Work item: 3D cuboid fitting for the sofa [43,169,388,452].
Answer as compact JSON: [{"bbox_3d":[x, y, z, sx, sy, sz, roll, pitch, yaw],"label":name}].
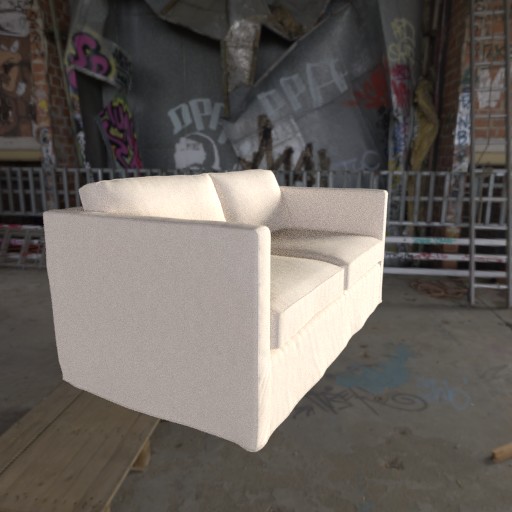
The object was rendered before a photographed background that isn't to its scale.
[{"bbox_3d":[0.000,0.000,2.267,0.962,0.834,1.746,7,14,28],"label":"sofa"}]
